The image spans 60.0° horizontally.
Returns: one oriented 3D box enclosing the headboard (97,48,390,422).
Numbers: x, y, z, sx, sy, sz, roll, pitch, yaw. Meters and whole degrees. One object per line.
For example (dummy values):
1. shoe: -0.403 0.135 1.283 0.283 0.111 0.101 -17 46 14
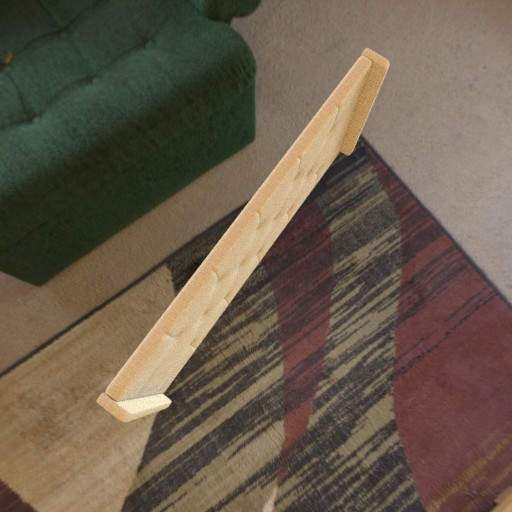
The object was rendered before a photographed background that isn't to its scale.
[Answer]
1. headboard: 0.000 0.000 2.703 0.184 1.524 2.051 34 78 9
